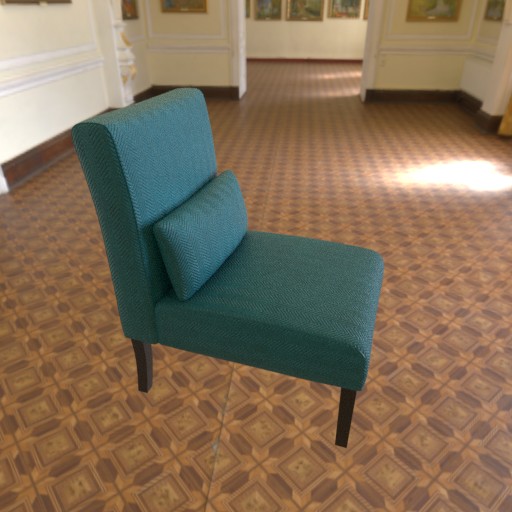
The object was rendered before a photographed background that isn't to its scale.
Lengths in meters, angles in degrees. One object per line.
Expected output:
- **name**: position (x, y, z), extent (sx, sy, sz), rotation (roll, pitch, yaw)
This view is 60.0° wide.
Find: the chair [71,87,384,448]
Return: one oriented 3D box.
- **chair**: position (0.000, 0.000, 1.442), extent (0.808, 0.927, 0.579), rotation (9, 31, 16)
